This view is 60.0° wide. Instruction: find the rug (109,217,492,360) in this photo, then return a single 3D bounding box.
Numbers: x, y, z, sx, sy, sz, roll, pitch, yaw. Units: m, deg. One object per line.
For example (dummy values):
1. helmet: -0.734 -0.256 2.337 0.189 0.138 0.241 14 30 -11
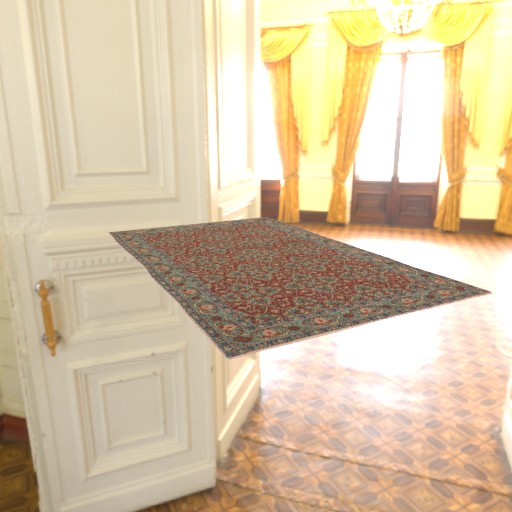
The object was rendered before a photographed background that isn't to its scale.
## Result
1. rug: 0.000 0.000 3.024 1.533 0.011 2.439 -8 17 -27
